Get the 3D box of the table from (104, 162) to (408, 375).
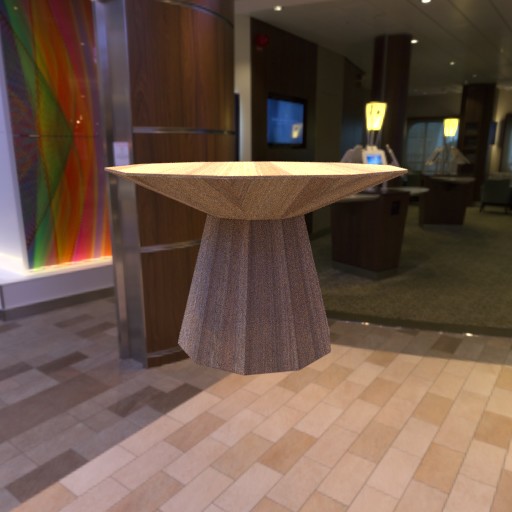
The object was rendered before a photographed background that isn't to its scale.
[{"bbox_3d":[0.000,0.000,1.901,1.186,0.752,1.186,0,14,0],"label":"table"}]
